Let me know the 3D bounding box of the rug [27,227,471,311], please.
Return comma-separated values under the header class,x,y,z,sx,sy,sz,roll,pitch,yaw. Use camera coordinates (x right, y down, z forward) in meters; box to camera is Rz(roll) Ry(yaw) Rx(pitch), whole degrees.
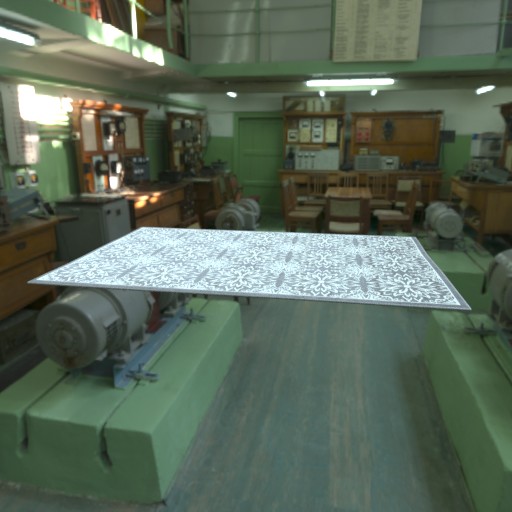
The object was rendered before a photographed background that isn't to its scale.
class,x,y,z,sx,sy,sz,roll,pitch,yaw
rug,0.000,0.000,3.548,2.746,0.018,1.819,3,16,9
